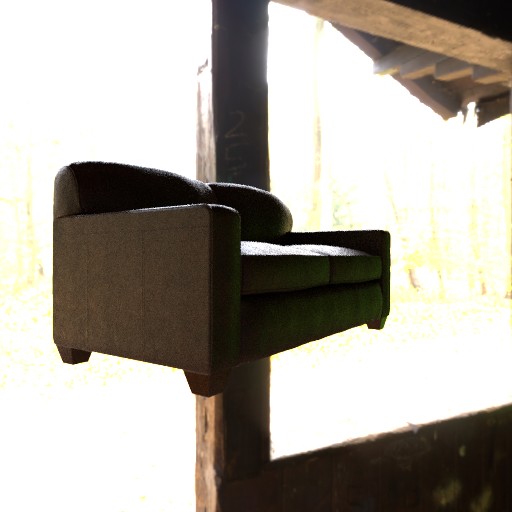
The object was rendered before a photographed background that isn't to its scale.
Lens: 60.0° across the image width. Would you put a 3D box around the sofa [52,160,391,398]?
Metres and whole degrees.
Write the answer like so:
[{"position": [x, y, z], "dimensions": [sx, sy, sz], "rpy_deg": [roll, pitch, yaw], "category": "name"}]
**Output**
[{"position": [0.000, 0.000, 2.474], "dimensions": [1.000, 0.966, 1.856], "rpy_deg": [0, 0, 35], "category": "sofa"}]
